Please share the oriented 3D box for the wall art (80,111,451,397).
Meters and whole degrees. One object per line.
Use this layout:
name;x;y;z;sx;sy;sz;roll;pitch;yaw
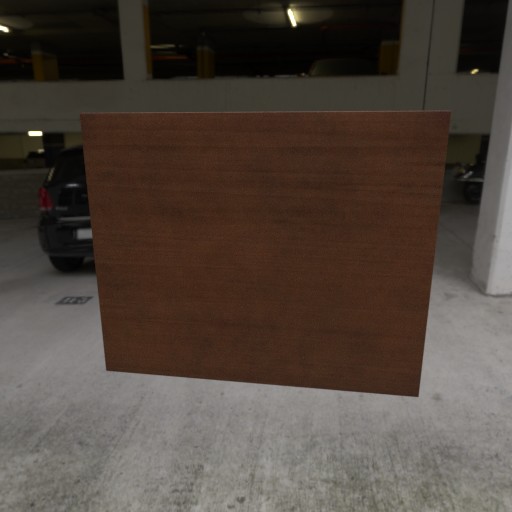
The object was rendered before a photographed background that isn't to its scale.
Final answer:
wall art;0.000;0.000;0.533;0.401;0.328;0.030;2;16;8
